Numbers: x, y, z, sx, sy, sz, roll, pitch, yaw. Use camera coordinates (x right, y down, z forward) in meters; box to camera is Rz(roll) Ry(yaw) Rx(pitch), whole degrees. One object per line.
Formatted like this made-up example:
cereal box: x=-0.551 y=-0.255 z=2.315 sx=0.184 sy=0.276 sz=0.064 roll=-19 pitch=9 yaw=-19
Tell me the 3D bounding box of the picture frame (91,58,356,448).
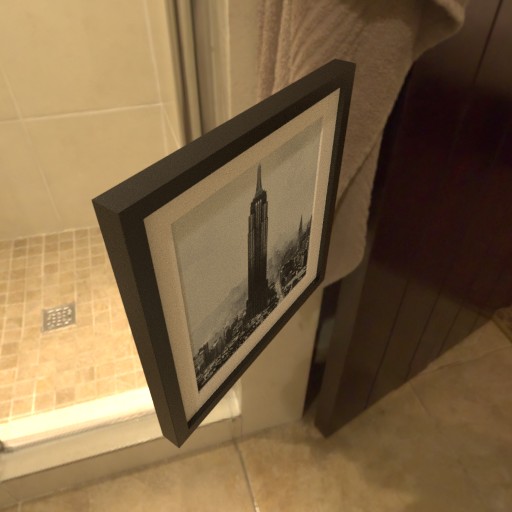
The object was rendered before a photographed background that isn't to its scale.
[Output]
picture frame: x=0.000 y=0.000 z=0.529 sx=0.029 sy=0.353 sz=0.355 roll=26 pitch=48 yaw=26
